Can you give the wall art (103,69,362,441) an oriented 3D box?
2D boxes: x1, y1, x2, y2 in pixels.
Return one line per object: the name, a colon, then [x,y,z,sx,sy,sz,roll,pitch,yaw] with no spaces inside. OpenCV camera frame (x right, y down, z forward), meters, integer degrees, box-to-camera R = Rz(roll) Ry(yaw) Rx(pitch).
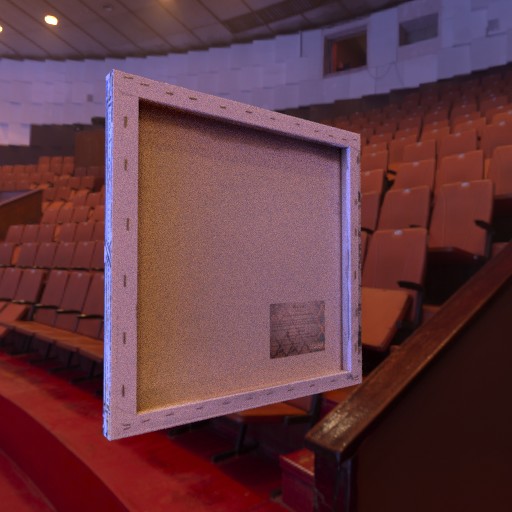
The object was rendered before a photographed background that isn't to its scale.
wall art: [0.000,0.000,0.914,0.609,0.607,0.036,1,-2,-36]
